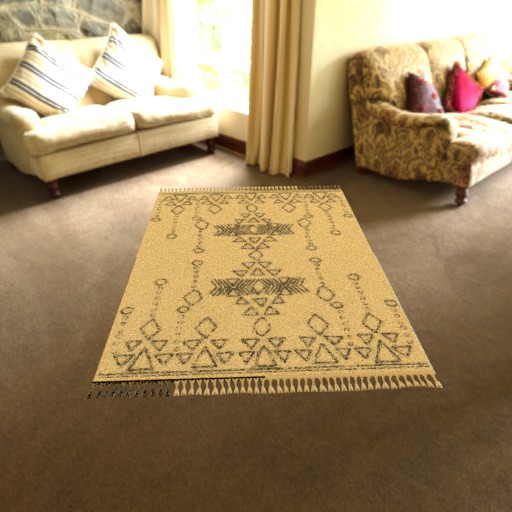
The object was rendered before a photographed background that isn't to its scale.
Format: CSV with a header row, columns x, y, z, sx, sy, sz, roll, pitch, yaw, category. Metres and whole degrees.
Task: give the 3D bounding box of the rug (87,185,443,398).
x,y,z,sx,sy,sz,roll,pitch,yaw,category
0.000,0.000,2.964,1.600,0.013,2.312,-1,32,-2,rug
